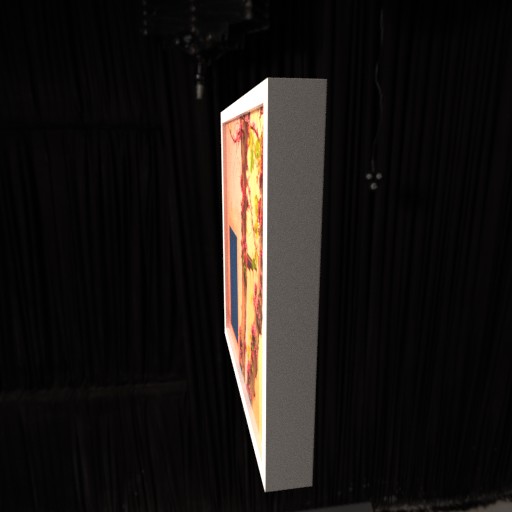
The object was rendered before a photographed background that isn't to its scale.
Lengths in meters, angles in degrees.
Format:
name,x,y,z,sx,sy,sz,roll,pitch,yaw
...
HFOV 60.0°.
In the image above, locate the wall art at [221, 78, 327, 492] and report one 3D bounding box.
name,x,y,z,sx,sy,sz,roll,pitch,yaw
wall art,0.000,0.000,0.457,0.038,0.302,0.305,-2,14,-9
